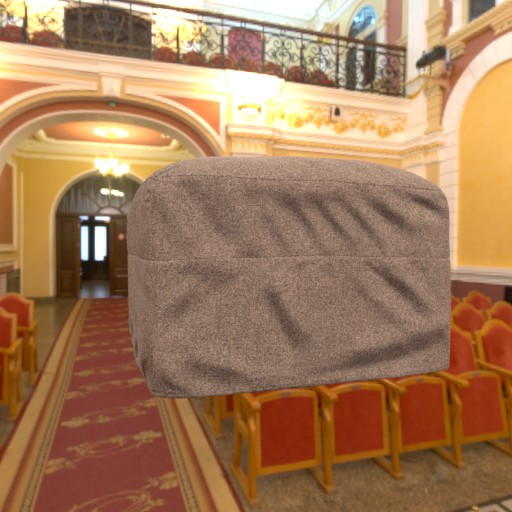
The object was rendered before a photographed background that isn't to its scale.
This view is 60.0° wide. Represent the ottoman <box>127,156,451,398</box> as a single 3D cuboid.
[{"bbox_3d":[0.000,0.000,1.239,0.683,0.481,0.837,0,1,-18],"label":"ottoman"}]
